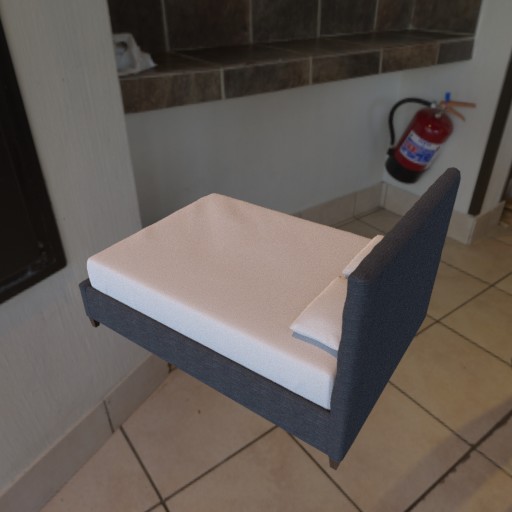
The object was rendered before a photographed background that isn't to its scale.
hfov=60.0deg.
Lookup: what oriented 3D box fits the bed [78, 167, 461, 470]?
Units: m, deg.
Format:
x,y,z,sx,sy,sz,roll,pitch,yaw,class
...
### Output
x,y,z,sx,sy,sz,roll,pitch,yaw,class
0.000,0.000,3.464,2.387,1.427,1.698,20,37,29,bed
